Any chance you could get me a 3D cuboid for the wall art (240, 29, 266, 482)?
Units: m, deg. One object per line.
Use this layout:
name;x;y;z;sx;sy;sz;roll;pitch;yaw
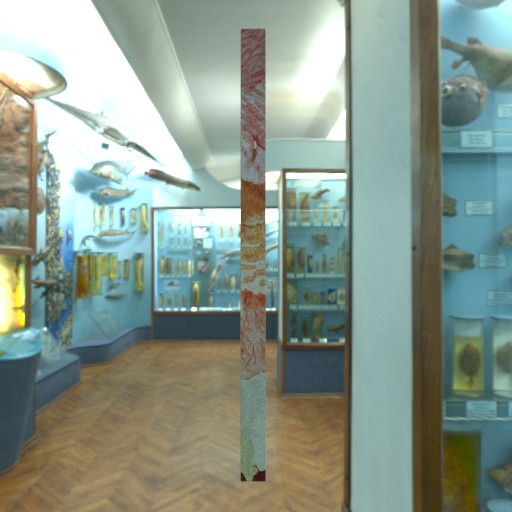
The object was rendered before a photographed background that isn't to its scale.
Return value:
wall art;0.000;0.000;0.699;0.028;0.508;0.406;0;-1;1
